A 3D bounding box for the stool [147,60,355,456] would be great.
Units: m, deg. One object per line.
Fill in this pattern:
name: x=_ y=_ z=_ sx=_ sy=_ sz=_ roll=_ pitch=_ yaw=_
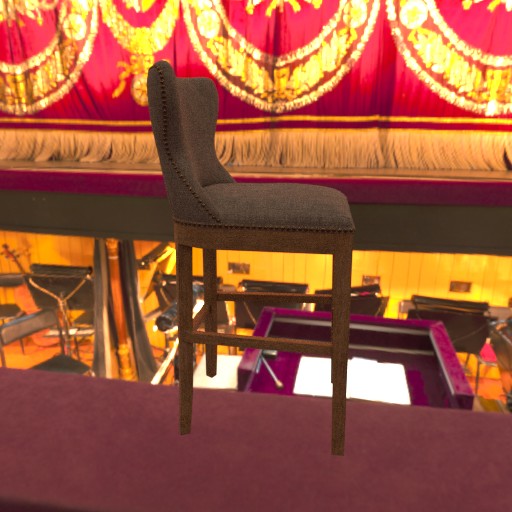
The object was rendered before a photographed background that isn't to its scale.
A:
stool: x=0.000 y=0.000 z=1.434 sx=0.606 sy=1.123 sz=0.494 roll=2 pitch=16 yaw=9
